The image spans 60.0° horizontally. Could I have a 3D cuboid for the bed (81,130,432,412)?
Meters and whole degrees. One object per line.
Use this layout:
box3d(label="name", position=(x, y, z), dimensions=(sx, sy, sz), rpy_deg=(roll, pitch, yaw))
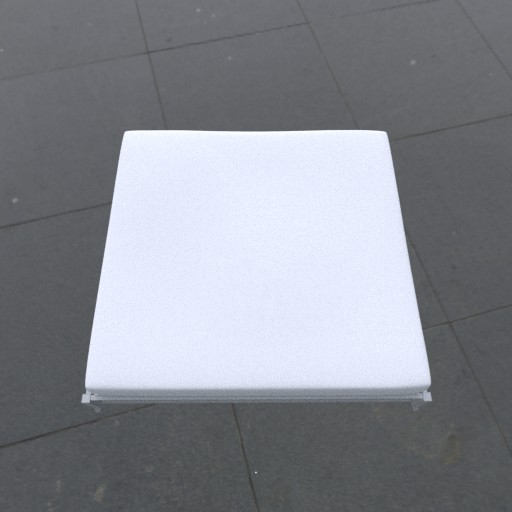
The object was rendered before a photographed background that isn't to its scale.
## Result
box3d(label="bed", position=(0.000, 0.000, 3.103), dimensions=(2.108, 0.510, 2.007), rpy_deg=(0, 64, 0))
